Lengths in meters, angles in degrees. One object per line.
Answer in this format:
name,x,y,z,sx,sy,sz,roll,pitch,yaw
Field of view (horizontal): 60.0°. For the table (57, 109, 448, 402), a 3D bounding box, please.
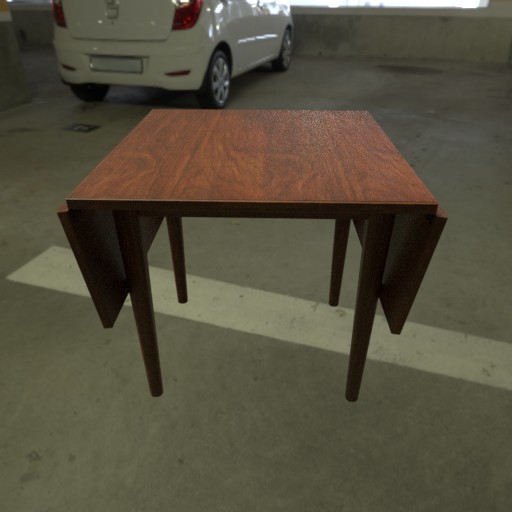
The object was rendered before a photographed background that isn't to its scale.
table,0.000,0.000,1.475,0.843,0.763,0.812,1,31,2
